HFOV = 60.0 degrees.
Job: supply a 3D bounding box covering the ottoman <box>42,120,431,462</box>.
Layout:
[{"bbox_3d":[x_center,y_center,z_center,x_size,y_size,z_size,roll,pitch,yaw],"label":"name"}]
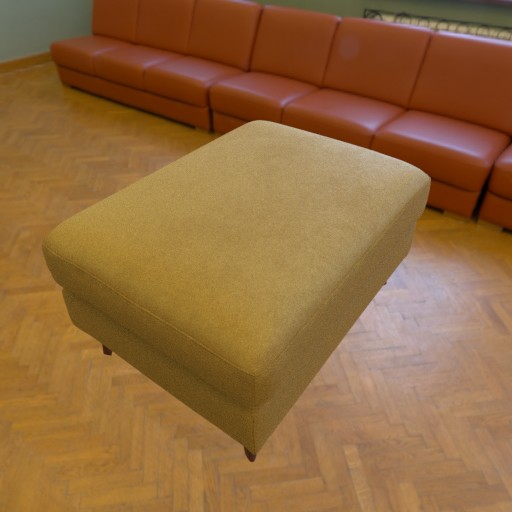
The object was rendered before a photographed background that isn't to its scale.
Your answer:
[{"bbox_3d":[0.000,0.000,1.147,0.608,0.449,0.811,25,46,27],"label":"ottoman"}]
